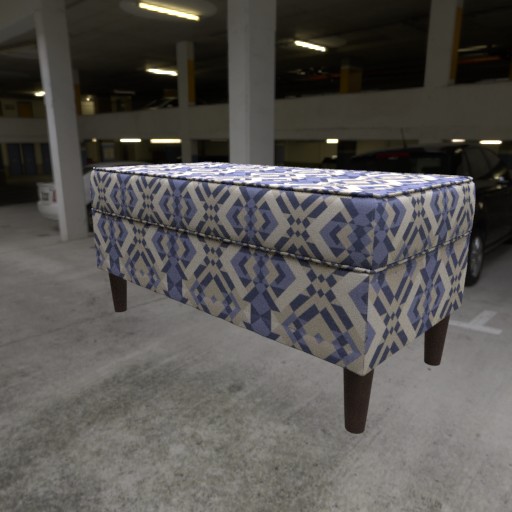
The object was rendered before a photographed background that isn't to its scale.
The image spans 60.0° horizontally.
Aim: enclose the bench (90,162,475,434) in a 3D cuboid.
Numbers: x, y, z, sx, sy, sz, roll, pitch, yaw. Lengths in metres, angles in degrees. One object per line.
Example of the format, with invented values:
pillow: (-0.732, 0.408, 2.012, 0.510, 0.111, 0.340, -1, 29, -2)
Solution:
bench: (0.000, 0.000, 1.269, 1.016, 0.477, 0.492, 14, 20, 42)
